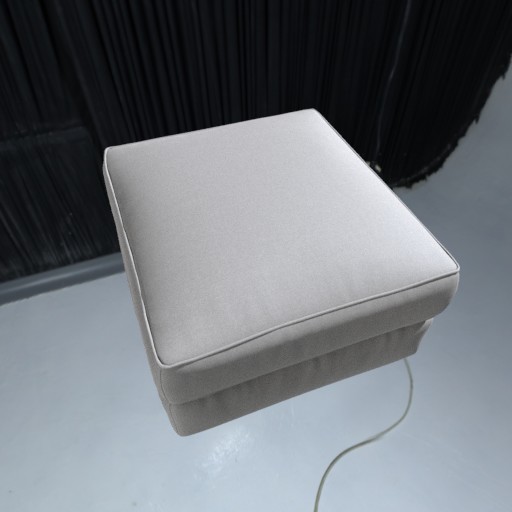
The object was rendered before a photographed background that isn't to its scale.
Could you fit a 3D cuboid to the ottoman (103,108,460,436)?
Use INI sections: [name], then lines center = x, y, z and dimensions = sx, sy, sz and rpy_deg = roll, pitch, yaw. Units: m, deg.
[ottoman]
center = 0.000, 0.000, 1.161
dimensions = 0.662, 0.505, 0.721
rpy_deg = -15, 49, -14
